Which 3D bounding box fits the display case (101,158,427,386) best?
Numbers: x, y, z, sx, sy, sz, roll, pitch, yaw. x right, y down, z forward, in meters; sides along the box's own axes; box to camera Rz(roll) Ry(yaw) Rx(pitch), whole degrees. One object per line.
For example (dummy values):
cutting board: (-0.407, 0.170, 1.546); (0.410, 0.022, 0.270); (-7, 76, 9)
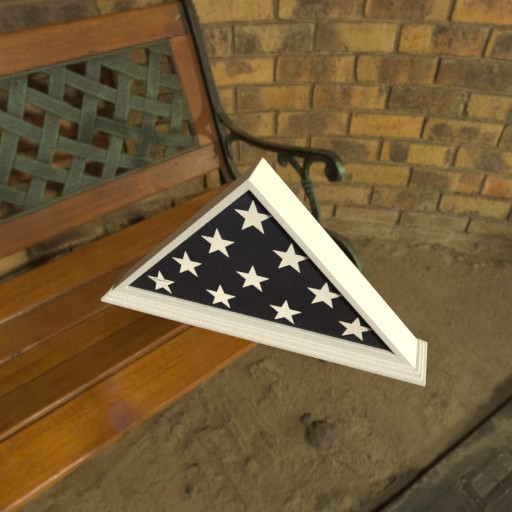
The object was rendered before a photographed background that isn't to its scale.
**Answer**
display case: (0.000, 0.000, 0.760); (0.640, 0.340, 0.095); (12, 42, 14)
